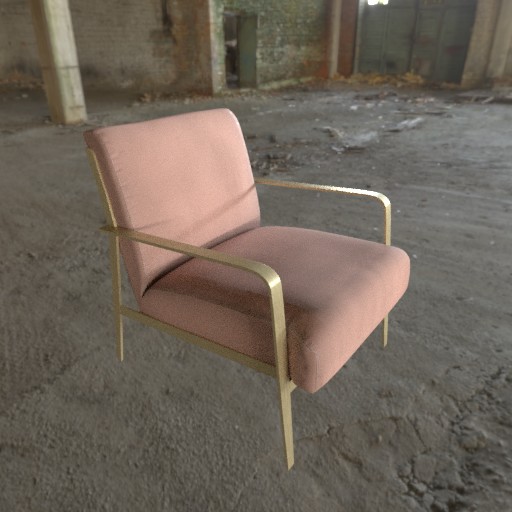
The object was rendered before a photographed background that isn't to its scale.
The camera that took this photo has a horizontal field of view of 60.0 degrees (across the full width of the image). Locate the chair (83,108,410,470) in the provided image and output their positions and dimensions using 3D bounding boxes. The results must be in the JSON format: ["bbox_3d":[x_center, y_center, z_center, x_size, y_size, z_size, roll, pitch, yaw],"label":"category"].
[{"bbox_3d":[0.000,0.000,1.459,0.848,0.823,0.701,18,31,32],"label":"chair"}]
